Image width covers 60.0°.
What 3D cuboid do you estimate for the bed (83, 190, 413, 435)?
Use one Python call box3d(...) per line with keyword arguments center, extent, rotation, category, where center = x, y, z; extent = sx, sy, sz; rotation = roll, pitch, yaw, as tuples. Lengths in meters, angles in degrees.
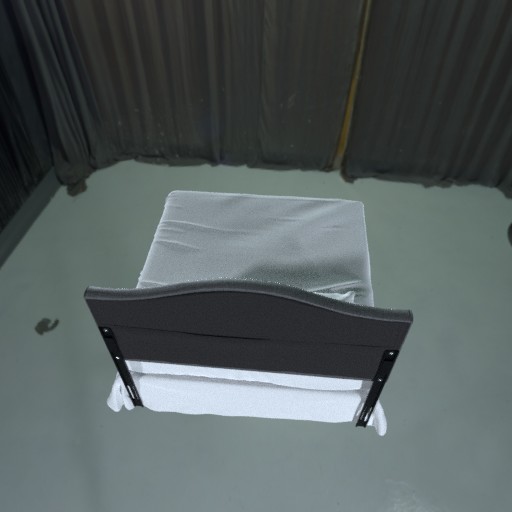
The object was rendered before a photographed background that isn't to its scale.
box3d(center=(0.000, 0.000, 3.776), extent=(2.314, 1.651, 2.219), rotation=(4, 47, 4), category="bed")
